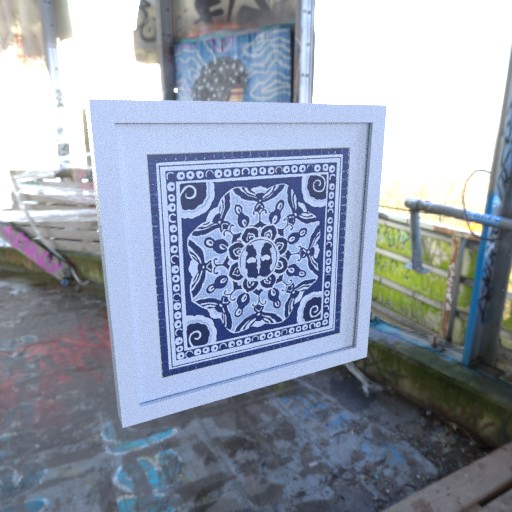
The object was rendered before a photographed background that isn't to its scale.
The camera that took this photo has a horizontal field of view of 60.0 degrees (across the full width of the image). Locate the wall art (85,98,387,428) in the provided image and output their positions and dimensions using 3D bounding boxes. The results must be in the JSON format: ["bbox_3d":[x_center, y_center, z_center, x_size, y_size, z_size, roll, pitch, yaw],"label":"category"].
[{"bbox_3d":[0.000,0.000,0.542,0.355,0.355,0.027,-8,19,-25],"label":"wall art"}]
